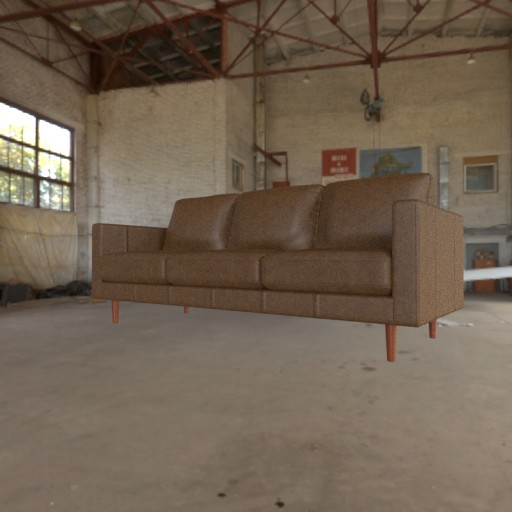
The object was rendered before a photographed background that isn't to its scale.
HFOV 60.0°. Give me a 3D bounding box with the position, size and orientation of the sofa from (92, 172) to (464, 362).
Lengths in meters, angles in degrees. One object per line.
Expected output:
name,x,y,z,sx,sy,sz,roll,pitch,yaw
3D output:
sofa,0.000,0.000,2.777,2.231,0.930,0.903,0,0,36
